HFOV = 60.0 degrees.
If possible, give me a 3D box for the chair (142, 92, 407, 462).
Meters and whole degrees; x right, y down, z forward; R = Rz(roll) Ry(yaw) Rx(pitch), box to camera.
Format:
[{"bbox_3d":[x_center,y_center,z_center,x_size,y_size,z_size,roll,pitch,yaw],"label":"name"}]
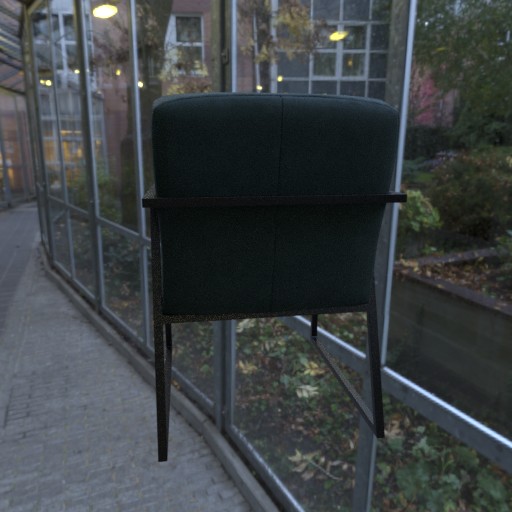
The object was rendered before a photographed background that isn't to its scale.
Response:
[{"bbox_3d":[0.000,0.000,1.290,0.571,0.833,0.677,-2,14,-9],"label":"chair"}]
